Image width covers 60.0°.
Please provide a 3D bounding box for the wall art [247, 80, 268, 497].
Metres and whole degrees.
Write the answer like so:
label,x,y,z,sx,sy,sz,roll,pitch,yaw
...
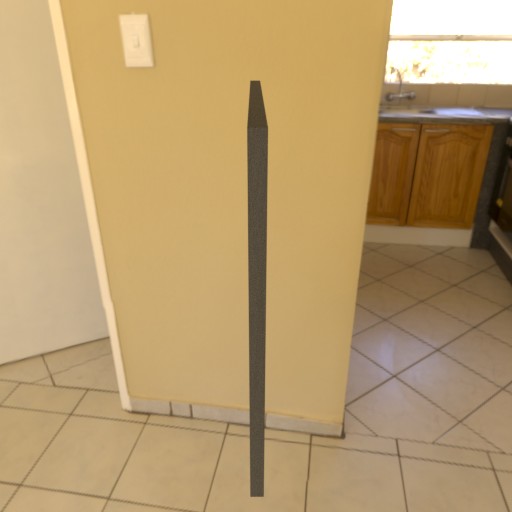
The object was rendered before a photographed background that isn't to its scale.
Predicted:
label,x,y,z,sx,sy,sz,roll,pitch,yaw
wall art,0.000,0.000,1.483,0.038,1.016,1.016,0,26,0
